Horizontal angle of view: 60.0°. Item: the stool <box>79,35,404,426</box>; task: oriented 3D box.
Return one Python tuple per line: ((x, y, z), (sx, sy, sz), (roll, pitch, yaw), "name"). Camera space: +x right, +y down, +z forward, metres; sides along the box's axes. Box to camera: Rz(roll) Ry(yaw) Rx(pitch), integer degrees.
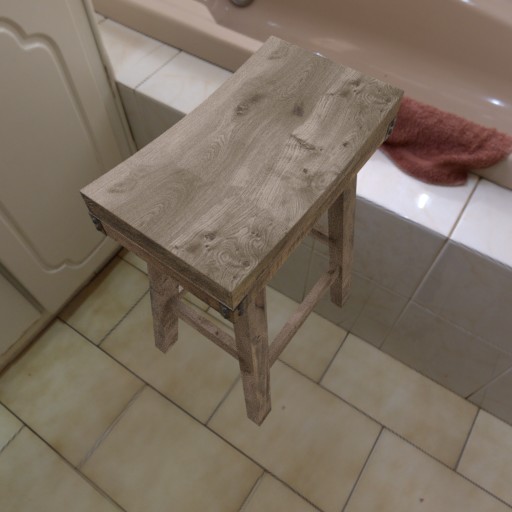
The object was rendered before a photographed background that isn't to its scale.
((0.000, 0.000, 0.902), (0.330, 0.635, 0.450), (32, 63, 19), "stool")
